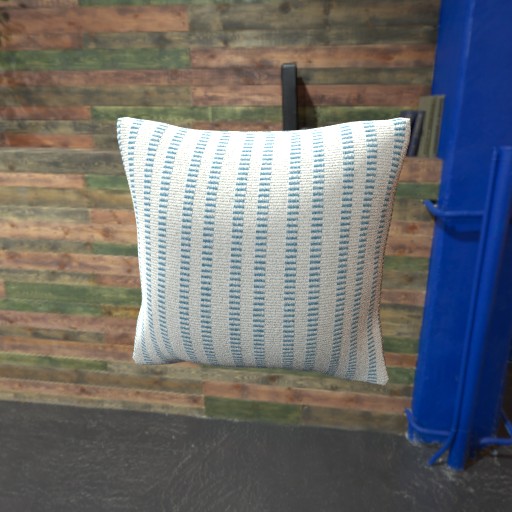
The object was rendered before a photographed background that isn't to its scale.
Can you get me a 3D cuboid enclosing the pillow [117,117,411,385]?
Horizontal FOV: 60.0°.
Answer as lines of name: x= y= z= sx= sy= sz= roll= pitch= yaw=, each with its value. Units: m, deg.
pillow: x=0.000 y=0.000 z=0.700 sx=0.438 sy=0.419 sz=0.247 roll=3 pitch=17 yaw=9
